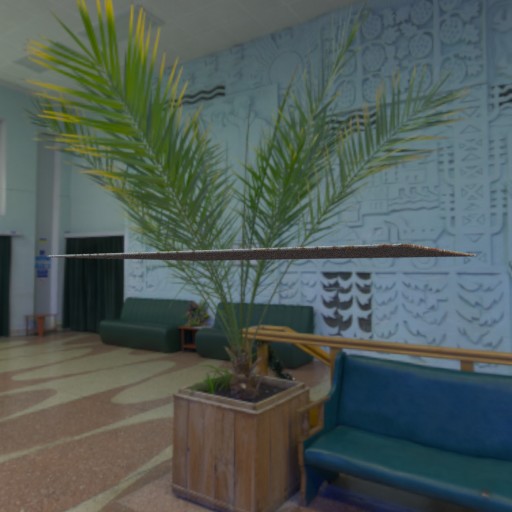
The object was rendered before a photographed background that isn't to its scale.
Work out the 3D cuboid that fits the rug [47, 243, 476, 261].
[{"bbox_3d":[0.000,0.000,2.959,2.435,0.011,1.517,-1,-2,35],"label":"rug"}]
